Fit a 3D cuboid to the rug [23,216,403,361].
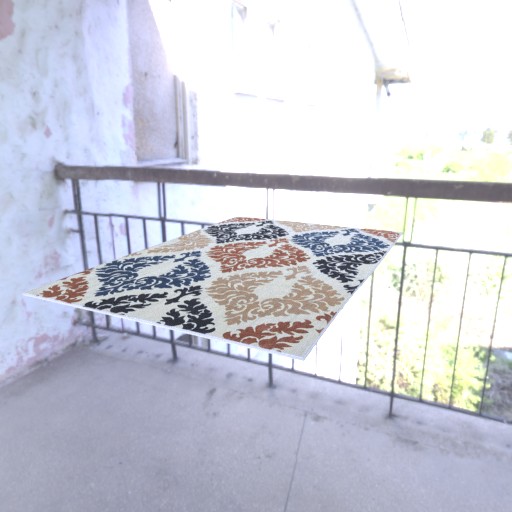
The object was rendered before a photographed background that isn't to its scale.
[{"bbox_3d":[0.000,0.000,2.892,1.514,0.014,2.275,8,18,25],"label":"rug"}]
